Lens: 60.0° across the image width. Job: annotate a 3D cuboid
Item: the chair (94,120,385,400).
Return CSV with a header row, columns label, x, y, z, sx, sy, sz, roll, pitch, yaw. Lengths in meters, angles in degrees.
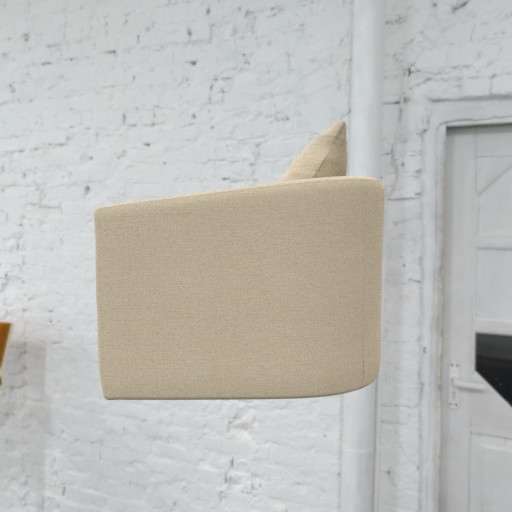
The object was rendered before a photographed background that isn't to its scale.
label,x,y,z,sx,sy,sz,roll,pitch,yaw
chair,0.000,0.000,1.638,0.910,0.848,0.845,0,2,-1
